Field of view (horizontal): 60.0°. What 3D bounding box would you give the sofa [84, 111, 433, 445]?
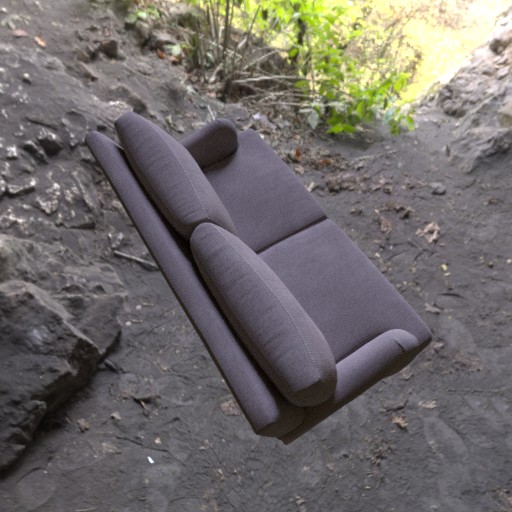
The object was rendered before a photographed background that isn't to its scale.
[{"bbox_3d":[0.000,0.000,2.510,1.084,1.101,1.853,-28,63,-16],"label":"sofa"}]
